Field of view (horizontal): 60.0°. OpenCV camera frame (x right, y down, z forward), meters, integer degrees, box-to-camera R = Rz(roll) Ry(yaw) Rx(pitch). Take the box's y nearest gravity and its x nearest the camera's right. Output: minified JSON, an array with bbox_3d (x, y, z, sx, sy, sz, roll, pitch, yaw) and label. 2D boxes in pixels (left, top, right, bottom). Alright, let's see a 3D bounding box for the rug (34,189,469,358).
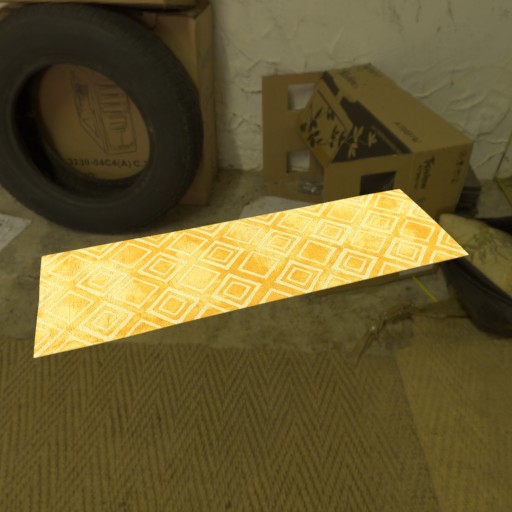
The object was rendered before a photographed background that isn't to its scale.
[{"bbox_3d":[0.000,0.000,2.640,2.438,0.010,0.775,-12,42,-13],"label":"rug"}]
